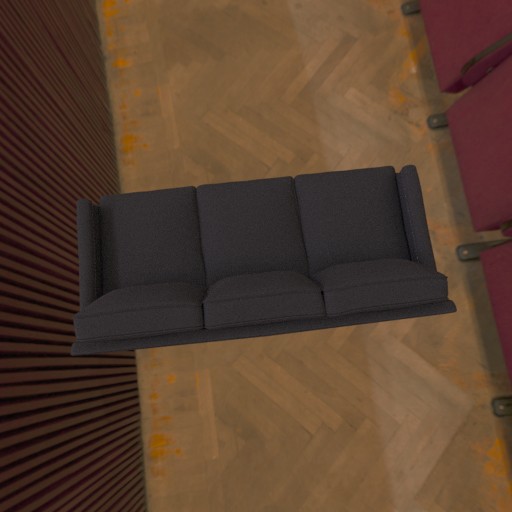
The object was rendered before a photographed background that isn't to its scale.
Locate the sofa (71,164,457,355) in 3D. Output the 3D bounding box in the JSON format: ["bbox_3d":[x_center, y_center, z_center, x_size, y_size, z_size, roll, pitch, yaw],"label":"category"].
[{"bbox_3d":[0.000,0.000,2.913,2.246,1.003,1.084,-6,77,-1],"label":"sofa"}]
